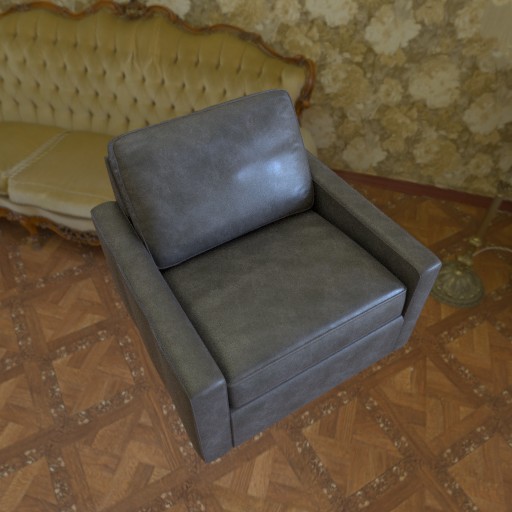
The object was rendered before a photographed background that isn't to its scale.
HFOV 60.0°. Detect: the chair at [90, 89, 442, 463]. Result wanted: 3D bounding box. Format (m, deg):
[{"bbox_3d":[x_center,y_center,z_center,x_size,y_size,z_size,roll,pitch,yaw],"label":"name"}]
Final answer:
[{"bbox_3d":[0.000,0.000,1.729,1.006,0.916,0.939,-24,51,-21],"label":"chair"}]
